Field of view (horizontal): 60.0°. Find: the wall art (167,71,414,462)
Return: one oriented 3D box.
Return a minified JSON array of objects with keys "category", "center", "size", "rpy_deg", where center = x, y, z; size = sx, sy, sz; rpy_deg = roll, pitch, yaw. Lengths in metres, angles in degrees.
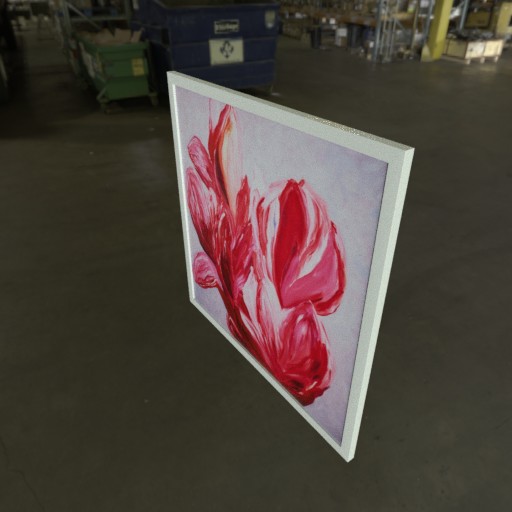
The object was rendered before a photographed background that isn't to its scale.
[{"category":"wall art","center":[0.000,0.000,1.173],"size":[0.022,0.803,0.805],"rpy_deg":[-21,38,-30]}]
